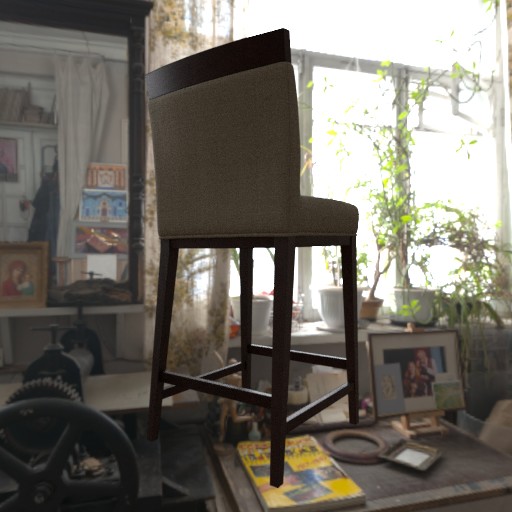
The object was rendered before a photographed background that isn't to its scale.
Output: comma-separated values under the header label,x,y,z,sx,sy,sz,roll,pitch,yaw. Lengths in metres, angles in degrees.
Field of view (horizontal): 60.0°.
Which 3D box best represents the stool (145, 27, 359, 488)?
label,x,y,z,sx,sy,sz,roll,pitch,yaw
stool,0.000,0.000,1.272,0.463,1.011,0.480,0,1,35
